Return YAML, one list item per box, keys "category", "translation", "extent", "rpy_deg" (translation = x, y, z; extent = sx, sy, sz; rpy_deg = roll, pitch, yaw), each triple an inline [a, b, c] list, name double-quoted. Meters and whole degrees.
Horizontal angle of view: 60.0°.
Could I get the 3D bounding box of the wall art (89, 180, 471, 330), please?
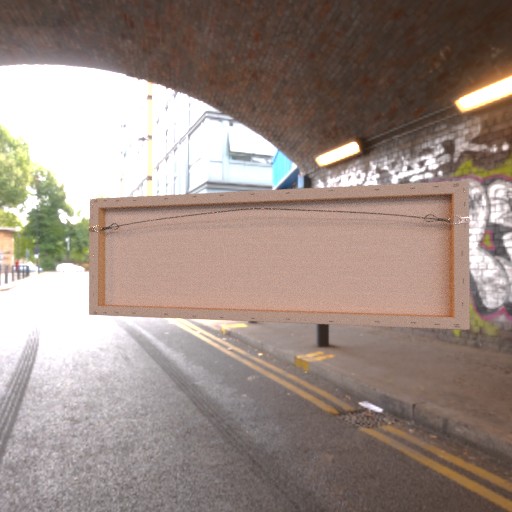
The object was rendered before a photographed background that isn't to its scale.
- category: "wall art"
  translation: [0.000, 0.000, 0.859]
  extent: [0.759, 0.254, 0.044]
  rpy_deg: [0, -1, 17]
